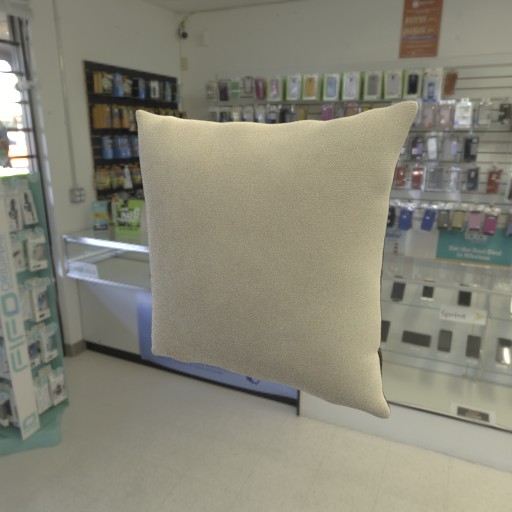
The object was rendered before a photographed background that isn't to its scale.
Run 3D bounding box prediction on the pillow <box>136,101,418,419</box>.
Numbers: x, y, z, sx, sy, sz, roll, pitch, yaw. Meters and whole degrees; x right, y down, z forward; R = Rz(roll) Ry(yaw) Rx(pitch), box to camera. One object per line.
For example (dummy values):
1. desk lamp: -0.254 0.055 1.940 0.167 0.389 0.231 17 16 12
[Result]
1. pillow: 0.000 0.000 0.674 0.433 0.434 0.196 8 17 26
